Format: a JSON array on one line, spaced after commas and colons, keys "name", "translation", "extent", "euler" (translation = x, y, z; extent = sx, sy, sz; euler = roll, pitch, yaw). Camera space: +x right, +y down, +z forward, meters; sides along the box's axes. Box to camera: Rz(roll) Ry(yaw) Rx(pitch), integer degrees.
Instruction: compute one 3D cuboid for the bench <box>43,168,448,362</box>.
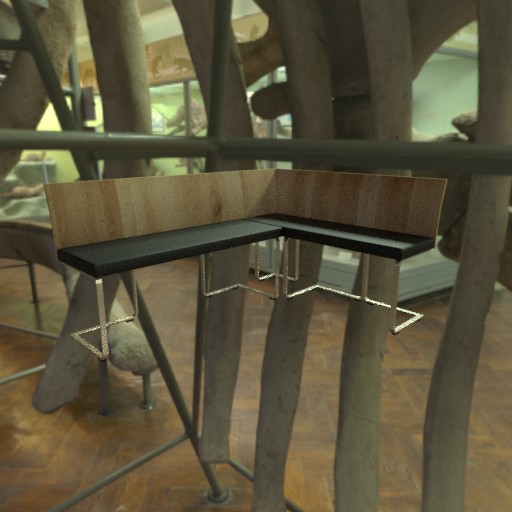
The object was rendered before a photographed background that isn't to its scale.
[{"name": "bench", "translation": [0.000, 0.000, 2.792], "extent": [1.945, 0.930, 1.495], "euler": [-14, 20, -43]}]
